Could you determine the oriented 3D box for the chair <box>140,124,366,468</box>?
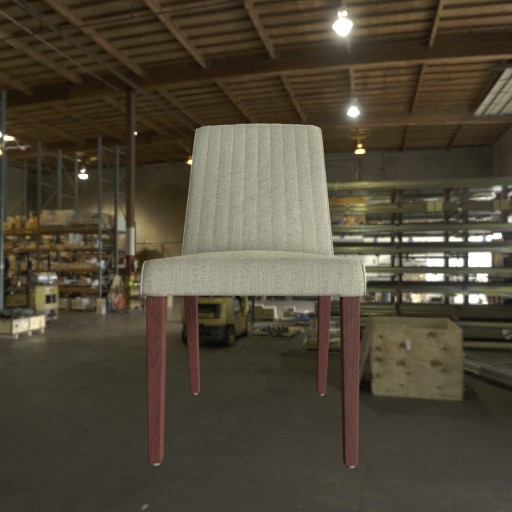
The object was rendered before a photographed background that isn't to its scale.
[{"bbox_3d":[0.000,0.000,1.217,0.480,0.900,0.594,0,-1,2],"label":"chair"}]
